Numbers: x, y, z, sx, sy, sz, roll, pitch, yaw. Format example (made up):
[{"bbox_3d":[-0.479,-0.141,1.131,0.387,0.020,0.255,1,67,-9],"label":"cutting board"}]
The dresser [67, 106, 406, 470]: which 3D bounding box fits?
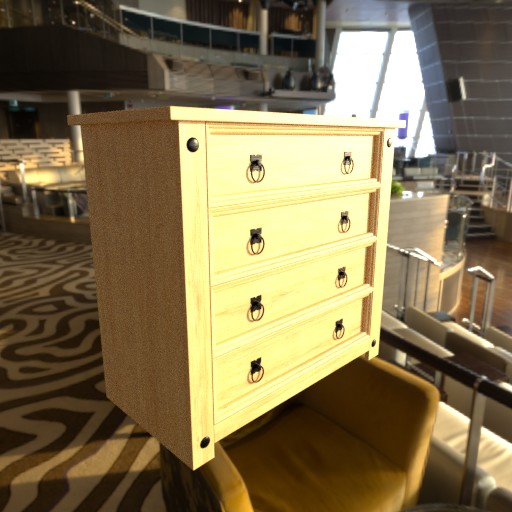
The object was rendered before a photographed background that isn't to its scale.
[{"bbox_3d":[0.000,0.000,1.228,0.800,0.730,0.410,-14,20,-43],"label":"dresser"}]
